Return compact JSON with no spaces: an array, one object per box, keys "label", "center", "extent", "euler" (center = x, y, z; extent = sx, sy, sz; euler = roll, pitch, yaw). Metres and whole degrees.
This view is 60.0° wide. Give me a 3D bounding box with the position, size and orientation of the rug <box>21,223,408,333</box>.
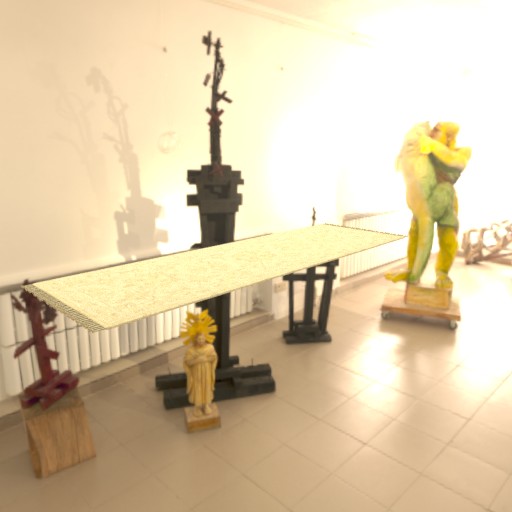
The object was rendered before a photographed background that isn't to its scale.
[{"label":"rug","center":[0.000,0.000,2.823],"extent":[0.795,0.015,2.544],"euler":[14,20,43]}]
